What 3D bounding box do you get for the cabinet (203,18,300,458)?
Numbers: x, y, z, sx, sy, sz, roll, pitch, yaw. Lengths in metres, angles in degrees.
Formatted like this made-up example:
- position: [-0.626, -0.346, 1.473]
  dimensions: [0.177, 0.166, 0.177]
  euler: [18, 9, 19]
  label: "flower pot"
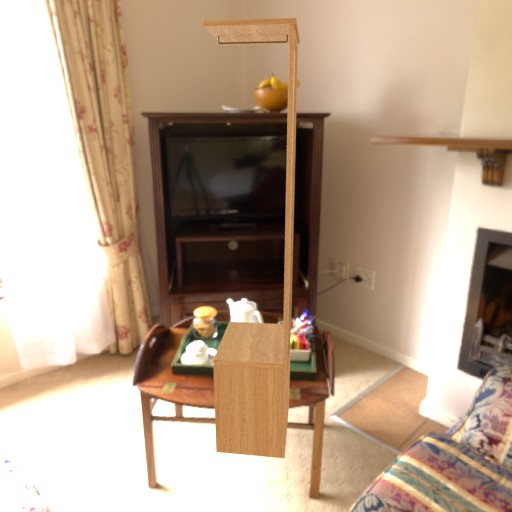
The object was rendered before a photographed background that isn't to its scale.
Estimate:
- position: [0.000, 0.000, 2.041]
  dimensions: [0.338, 1.879, 0.411]
  euler: [2, 17, 7]
  label: "cabinet"
